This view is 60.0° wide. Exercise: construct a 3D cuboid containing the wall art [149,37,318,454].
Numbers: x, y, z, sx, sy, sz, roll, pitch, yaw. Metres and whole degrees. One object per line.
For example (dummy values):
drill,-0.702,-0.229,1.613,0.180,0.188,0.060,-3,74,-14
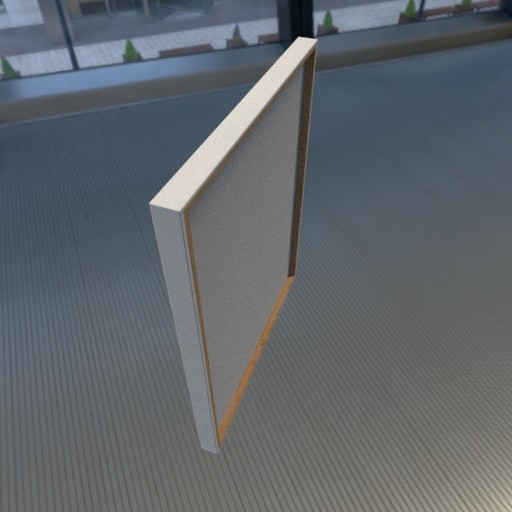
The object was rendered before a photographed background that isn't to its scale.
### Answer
wall art,0.000,0.000,0.822,0.037,0.606,0.508,15,47,15
